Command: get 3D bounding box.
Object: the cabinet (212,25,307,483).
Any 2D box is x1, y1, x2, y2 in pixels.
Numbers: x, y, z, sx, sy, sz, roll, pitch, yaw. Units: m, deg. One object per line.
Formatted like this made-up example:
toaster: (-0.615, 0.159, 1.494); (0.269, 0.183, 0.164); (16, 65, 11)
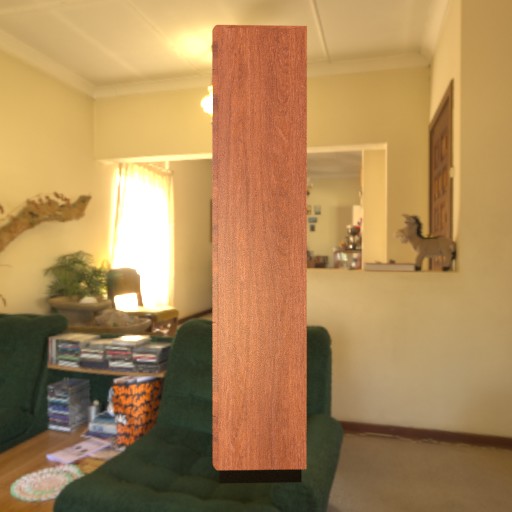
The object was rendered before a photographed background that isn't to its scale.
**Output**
cabinet: (0.000, 0.000, 2.236); (0.420, 1.980, 0.660); (0, 1, -2)
